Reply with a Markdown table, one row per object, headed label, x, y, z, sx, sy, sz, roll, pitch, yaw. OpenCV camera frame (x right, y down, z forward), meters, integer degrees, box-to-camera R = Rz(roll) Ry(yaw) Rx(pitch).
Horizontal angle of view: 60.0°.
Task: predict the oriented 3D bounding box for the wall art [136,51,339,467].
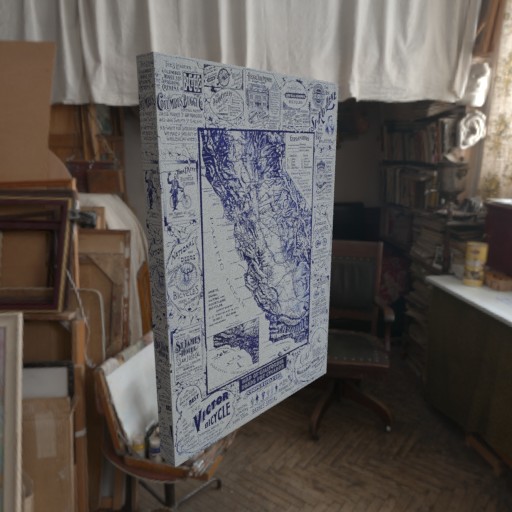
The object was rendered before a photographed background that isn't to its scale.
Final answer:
| label | x | y | z | sx | sy | sz | roll | pitch | yaw |
| --- | --- | --- | --- | --- | --- | --- | --- | --- | --- |
| wall art | 0.000 | 0.000 | 0.485 | 0.025 | 0.376 | 0.255 | 13 | 19 | 42 |
